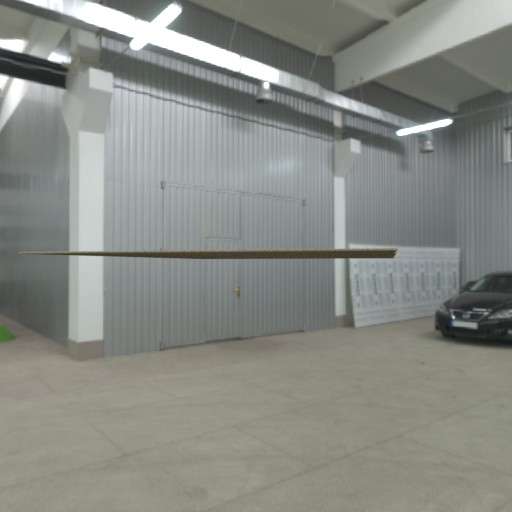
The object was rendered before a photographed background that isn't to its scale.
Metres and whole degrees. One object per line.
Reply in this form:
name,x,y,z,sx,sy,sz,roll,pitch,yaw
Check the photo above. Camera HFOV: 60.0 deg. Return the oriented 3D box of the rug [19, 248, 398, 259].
rug,0.000,0.000,4.106,2.471,0.012,3.034,0,-1,17
